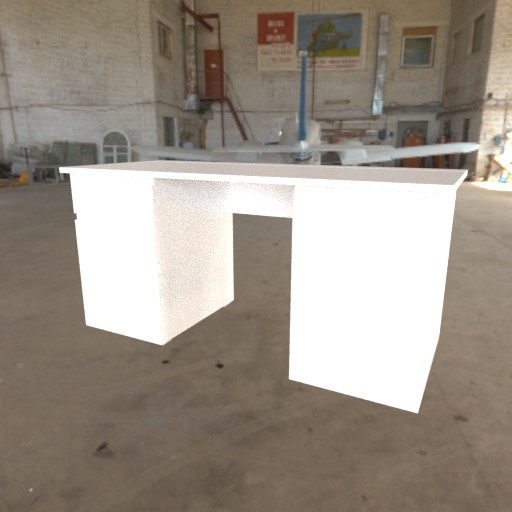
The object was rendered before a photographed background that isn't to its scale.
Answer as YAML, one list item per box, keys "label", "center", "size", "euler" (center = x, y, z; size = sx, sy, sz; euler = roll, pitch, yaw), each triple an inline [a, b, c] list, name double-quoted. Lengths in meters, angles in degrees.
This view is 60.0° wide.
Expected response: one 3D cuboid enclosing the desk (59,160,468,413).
- label: "desk"
  center: [0.000, 0.000, 1.956]
  size: [1.580, 0.760, 0.670]
  euler: [8, 17, 27]
